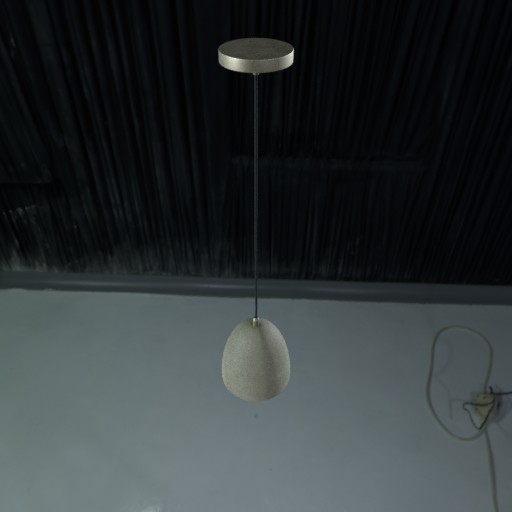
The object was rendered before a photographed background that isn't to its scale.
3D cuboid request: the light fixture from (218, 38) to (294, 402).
[{"bbox_3d":[0.000,0.000,0.864,0.170,0.759,0.170,0,41,0],"label":"light fixture"}]
